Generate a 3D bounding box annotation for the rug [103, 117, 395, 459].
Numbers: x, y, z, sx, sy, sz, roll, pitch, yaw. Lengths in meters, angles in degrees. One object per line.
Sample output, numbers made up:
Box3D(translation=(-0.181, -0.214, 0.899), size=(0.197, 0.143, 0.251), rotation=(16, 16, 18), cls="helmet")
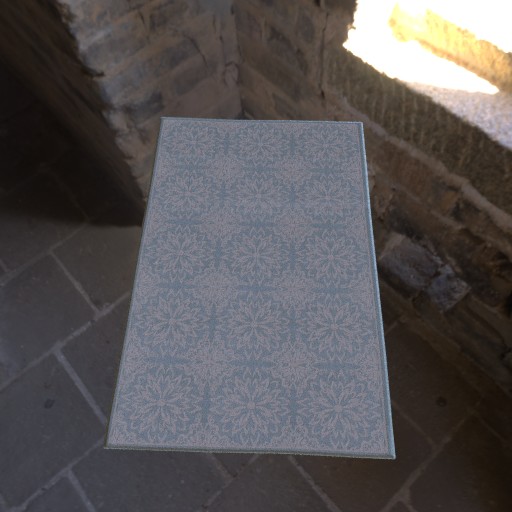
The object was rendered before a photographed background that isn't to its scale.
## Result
Box3D(translation=(0.000, 0.000, 3.366), size=(1.819, 0.018, 2.746), rotation=(2, 63, 1), cls="rug")
